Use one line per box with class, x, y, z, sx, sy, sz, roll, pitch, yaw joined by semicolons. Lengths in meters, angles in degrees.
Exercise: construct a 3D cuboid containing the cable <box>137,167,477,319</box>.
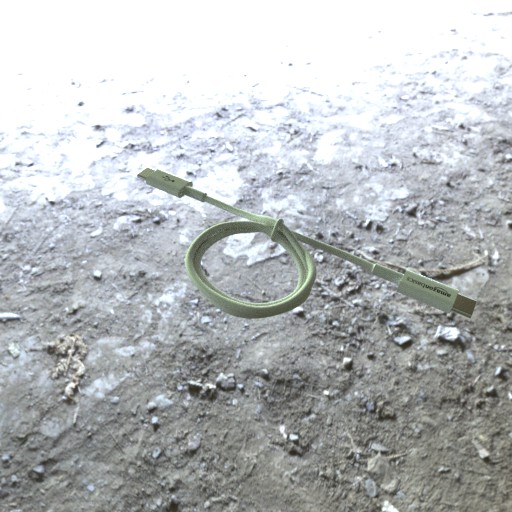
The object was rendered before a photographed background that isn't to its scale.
cable;0.000;0.000;0.223;0.203;0.014;0.070;24;50;22
